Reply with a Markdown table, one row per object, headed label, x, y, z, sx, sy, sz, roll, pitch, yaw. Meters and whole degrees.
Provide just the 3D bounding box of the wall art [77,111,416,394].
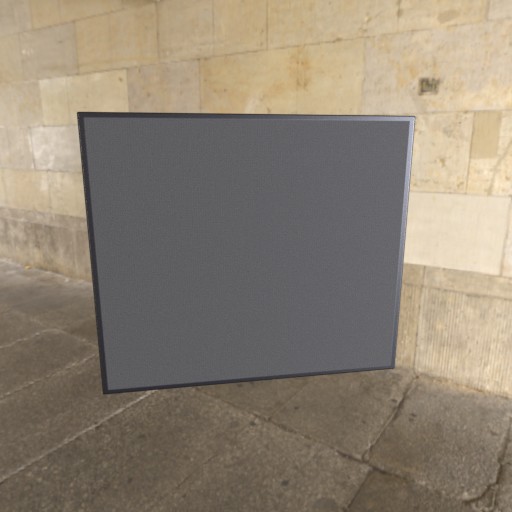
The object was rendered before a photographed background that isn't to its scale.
| label | x | y | z | sx | sy | sz | roll | pitch | yaw |
| --- | --- | --- | --- | --- | --- | --- | --- | --- | --- |
| wall art | 0.000 | 0.000 | 0.737 | 0.521 | 0.450 | 0.018 | -2 | 14 | -10 |
